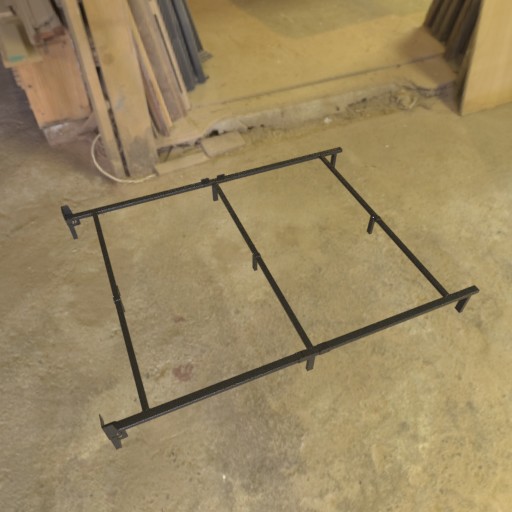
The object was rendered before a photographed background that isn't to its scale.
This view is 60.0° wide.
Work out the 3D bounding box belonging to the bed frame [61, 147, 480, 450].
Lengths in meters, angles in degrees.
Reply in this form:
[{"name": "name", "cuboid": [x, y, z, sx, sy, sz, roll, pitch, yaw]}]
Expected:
[{"name": "bed frame", "cuboid": [0.000, 0.000, 2.623, 1.990, 0.248, 1.498, -17, 49, -15]}]
